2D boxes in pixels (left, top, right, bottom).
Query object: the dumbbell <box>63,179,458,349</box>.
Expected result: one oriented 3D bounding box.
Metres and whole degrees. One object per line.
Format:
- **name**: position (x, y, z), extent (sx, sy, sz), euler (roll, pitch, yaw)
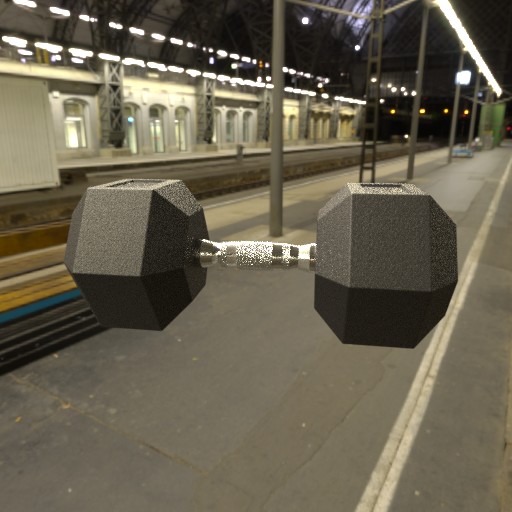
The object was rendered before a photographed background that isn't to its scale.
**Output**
- **dumbbell**: position (0.000, 0.000, 0.336), extent (0.271, 0.106, 0.122), euler (2, 16, 9)
